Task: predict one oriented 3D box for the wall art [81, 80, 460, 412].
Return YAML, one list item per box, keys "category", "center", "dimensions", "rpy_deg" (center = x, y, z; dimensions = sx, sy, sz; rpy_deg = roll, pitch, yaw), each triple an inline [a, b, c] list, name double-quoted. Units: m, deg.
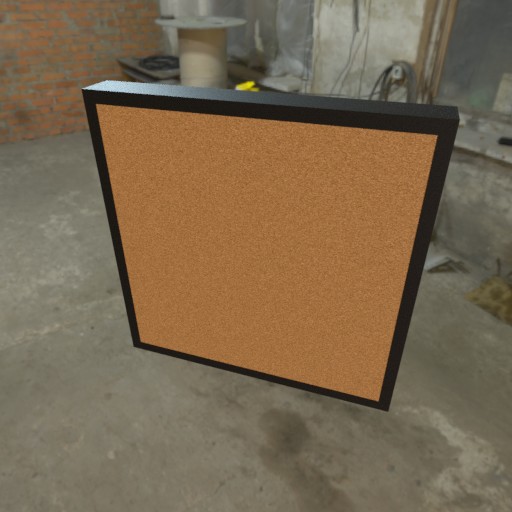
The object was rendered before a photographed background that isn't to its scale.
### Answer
- category: "wall art"
  center: [0.000, 0.000, 0.438]
  dimensions: [0.305, 0.304, 0.038]
  rpy_deg: [10, 34, 15]
